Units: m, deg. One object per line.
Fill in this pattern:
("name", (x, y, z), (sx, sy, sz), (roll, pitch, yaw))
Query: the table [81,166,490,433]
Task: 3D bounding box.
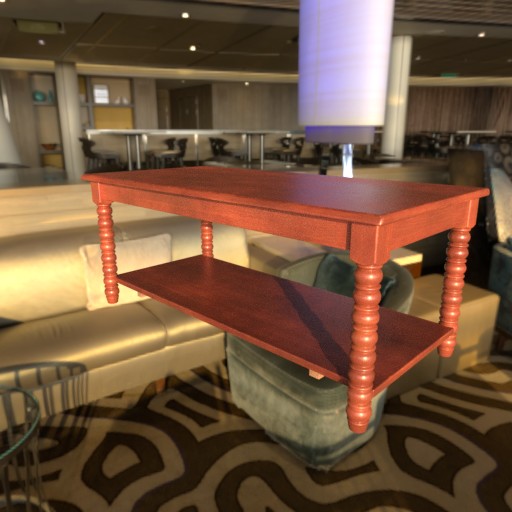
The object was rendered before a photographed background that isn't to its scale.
("table", (0.000, 0.000, 1.428), (1.171, 0.485, 0.580), (15, 21, 42))
